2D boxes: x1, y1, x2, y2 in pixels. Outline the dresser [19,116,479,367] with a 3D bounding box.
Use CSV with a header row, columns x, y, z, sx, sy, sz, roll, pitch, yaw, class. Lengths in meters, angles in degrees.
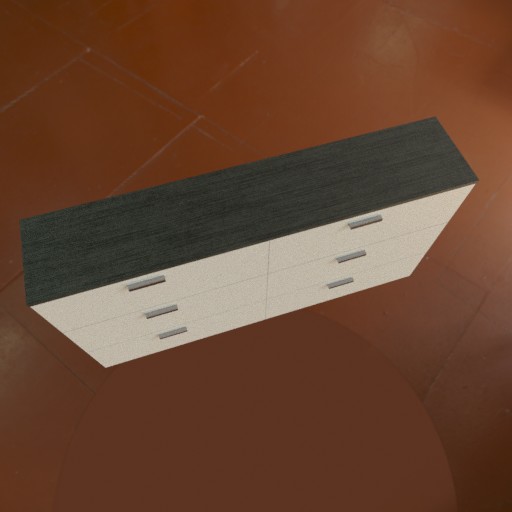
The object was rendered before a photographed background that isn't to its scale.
x,y,z,sx,sy,sz,roll,pitch,yaw,class
0.000,0.000,1.849,1.535,0.790,0.333,-16,63,-8,dresser
